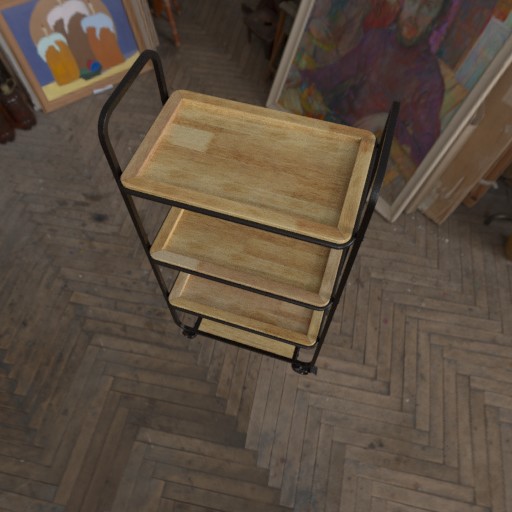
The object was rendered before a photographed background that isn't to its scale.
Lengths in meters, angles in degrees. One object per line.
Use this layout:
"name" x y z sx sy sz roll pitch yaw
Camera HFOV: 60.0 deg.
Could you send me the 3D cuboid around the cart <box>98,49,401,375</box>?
"cart" 0.000 0.000 1.281 0.545 1.080 0.321 15 61 9
